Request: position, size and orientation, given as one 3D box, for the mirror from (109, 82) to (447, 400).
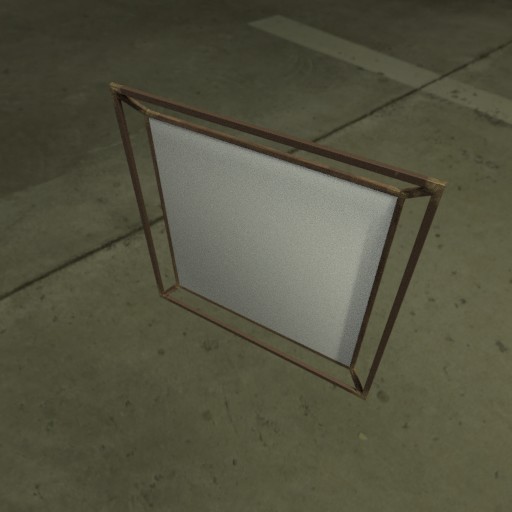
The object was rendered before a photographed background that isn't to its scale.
[{"bbox_3d":[0.000,0.000,0.930,0.610,0.610,0.032,23,50,21],"label":"mirror"}]
